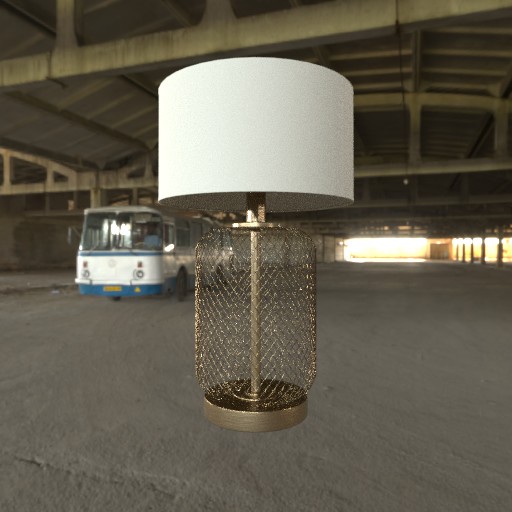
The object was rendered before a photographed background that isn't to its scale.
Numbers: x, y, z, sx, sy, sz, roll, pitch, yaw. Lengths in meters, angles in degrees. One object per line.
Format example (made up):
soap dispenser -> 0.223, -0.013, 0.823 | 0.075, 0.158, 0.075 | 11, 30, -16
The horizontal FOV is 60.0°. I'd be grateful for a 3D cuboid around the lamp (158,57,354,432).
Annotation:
lamp -> 0.000, 0.000, 0.819 | 0.353, 0.578, 0.353 | 0, 1, 0
